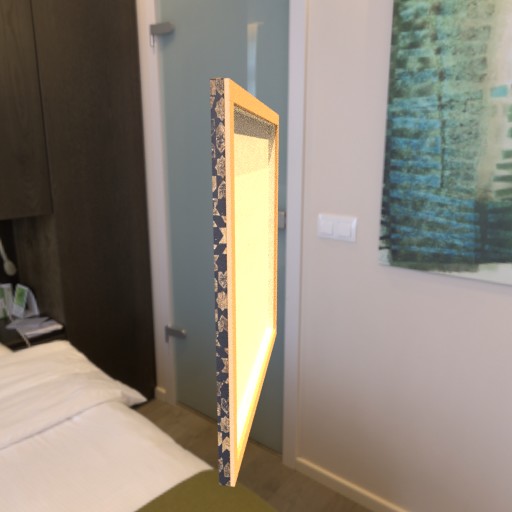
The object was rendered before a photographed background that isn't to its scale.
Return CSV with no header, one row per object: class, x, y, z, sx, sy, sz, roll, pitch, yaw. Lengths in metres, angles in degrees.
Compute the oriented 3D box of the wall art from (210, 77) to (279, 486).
wall art,0.000,0.000,1.389,0.038,0.914,0.914,2,14,9
